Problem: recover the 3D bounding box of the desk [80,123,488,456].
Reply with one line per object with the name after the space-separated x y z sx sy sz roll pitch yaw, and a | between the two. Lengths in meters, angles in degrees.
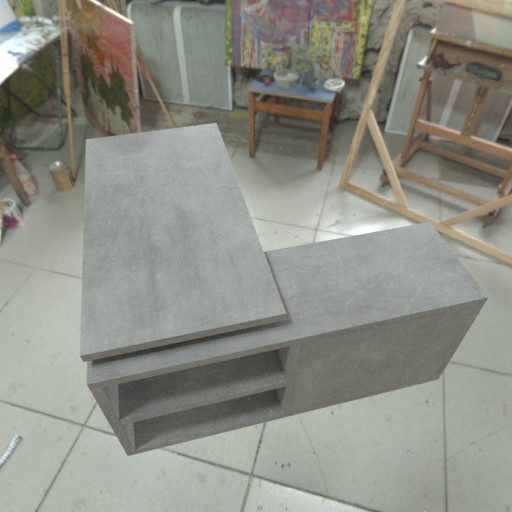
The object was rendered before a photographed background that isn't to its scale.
0.000 0.000 2.263 1.500 0.740 1.400 -10 47 -10 | desk
